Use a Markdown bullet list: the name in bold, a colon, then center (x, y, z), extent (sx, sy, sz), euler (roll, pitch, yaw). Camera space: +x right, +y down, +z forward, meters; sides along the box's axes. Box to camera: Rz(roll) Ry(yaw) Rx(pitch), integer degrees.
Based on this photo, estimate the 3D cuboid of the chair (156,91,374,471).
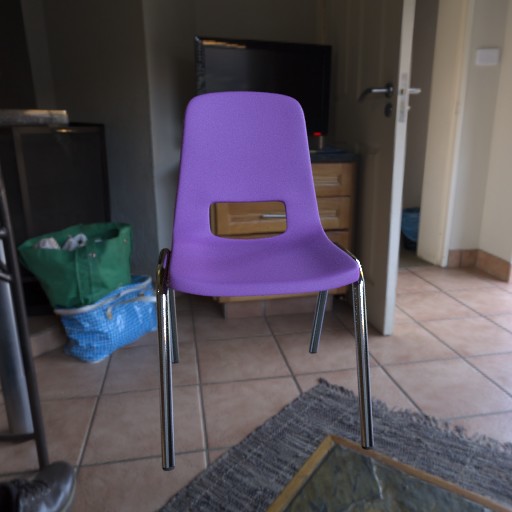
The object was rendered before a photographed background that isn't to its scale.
- **chair**: center (0.000, 0.000, 0.673), extent (0.291, 0.493, 0.301), euler (-2, 16, -8)
